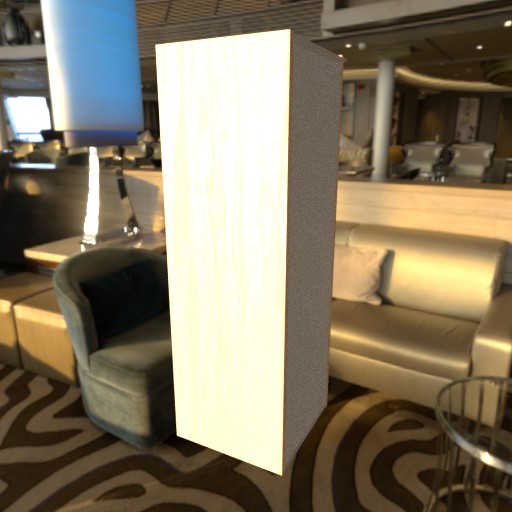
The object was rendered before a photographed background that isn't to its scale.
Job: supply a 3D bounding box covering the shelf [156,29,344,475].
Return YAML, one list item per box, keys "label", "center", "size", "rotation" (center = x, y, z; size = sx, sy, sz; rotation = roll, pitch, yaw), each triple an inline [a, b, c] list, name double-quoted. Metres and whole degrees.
- label: "shelf"
  center: [0.000, 0.000, 1.056]
  size: [0.290, 0.900, 0.300]
  rotation: [8, 17, 27]
